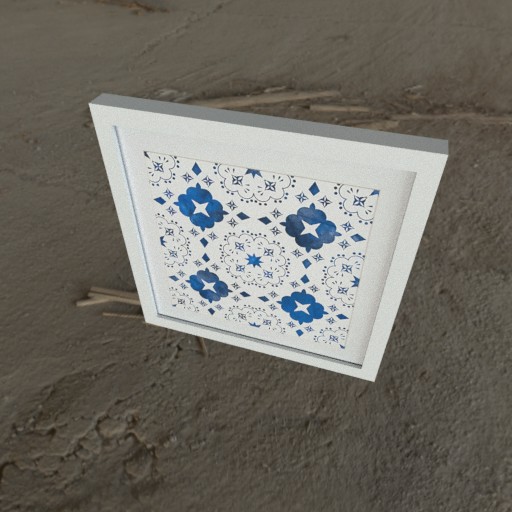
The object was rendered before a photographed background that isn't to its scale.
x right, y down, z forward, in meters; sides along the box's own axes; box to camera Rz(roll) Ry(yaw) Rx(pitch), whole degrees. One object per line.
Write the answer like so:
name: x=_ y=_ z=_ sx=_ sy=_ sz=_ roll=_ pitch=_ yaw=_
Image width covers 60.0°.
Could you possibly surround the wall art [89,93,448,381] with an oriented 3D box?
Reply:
wall art: x=0.000 y=0.000 z=0.548 sx=0.355 sy=0.355 sz=0.027 roll=12 pitch=44 yaw=13
